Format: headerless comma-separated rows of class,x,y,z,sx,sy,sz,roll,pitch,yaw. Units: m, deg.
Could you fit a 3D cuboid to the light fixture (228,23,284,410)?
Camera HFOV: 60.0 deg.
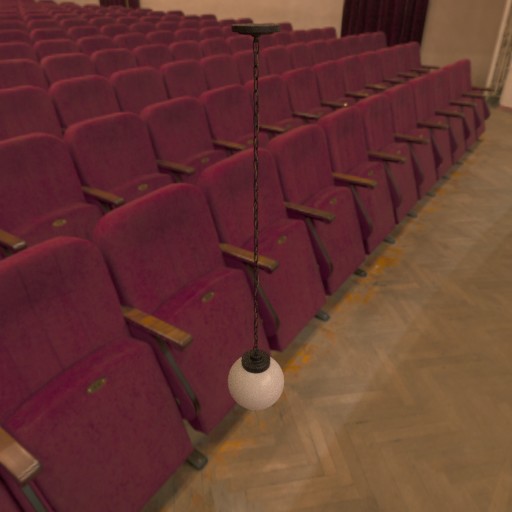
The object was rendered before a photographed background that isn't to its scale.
light fixture,0.000,0.000,2.016,0.305,1.867,0.304,19,35,29
